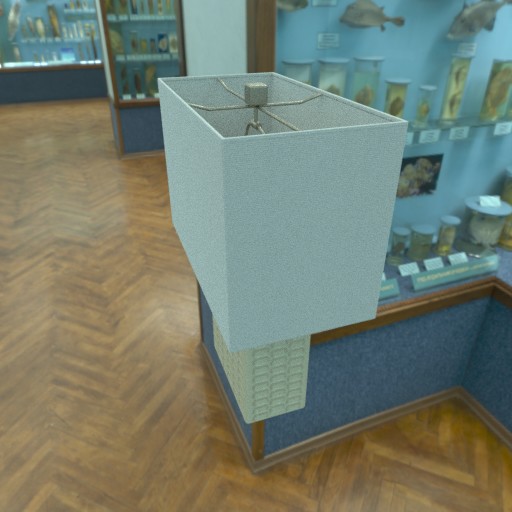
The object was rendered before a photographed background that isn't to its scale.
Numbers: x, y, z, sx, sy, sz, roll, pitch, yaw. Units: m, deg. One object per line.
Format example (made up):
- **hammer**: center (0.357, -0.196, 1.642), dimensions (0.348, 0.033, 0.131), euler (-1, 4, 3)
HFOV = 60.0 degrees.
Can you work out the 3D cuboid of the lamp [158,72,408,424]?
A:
- **lamp**: center (0.000, 0.000, 0.704), dimensions (0.200, 0.515, 0.380), euler (-10, 32, -17)
